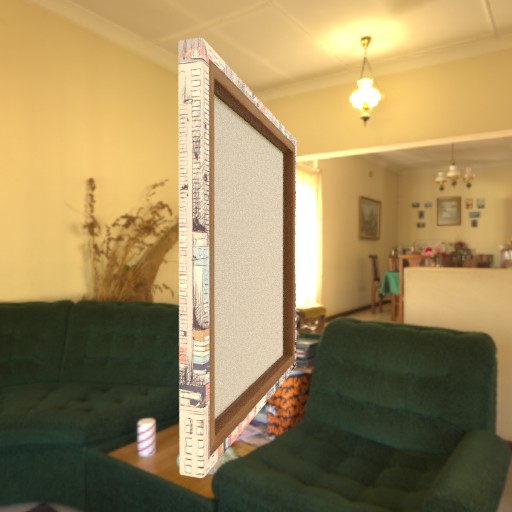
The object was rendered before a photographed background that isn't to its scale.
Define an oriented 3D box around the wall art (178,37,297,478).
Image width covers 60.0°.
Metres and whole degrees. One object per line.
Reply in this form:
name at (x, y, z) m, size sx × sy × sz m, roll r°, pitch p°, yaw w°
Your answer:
wall art at (0.000, 0.000, 0.902) m, size 0.038 × 0.608 × 0.607 m, roll 0°, pitch 1°, yaw 17°
